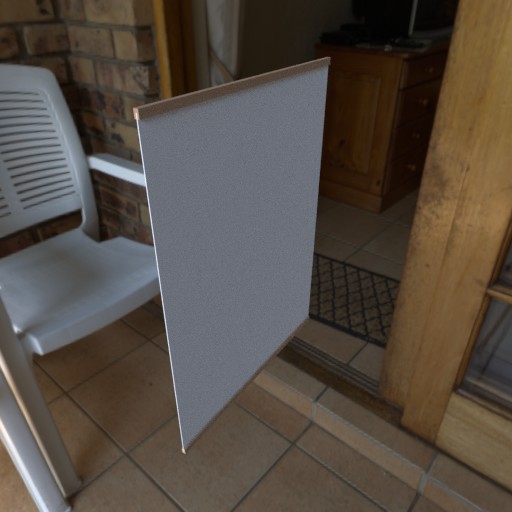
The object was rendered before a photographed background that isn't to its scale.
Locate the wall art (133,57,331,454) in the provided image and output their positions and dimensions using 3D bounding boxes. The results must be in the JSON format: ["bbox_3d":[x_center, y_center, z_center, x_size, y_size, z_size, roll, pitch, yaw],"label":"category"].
[{"bbox_3d":[0.000,0.000,1.334,0.013,1.016,0.758,20,37,29],"label":"wall art"}]
